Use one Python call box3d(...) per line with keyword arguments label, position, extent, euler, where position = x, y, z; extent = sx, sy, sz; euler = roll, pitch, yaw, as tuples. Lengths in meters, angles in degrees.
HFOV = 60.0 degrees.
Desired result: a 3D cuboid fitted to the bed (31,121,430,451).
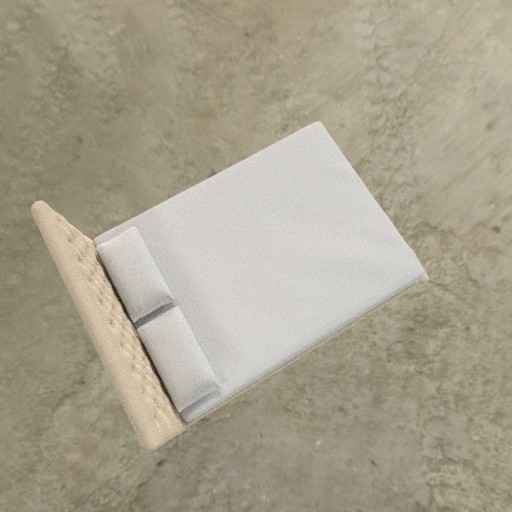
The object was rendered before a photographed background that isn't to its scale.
box3d(label="bed", position=(0.000, 0.000, 3.439), extent=(2.387, 1.427, 1.698), euler=(-29, 76, -8))
